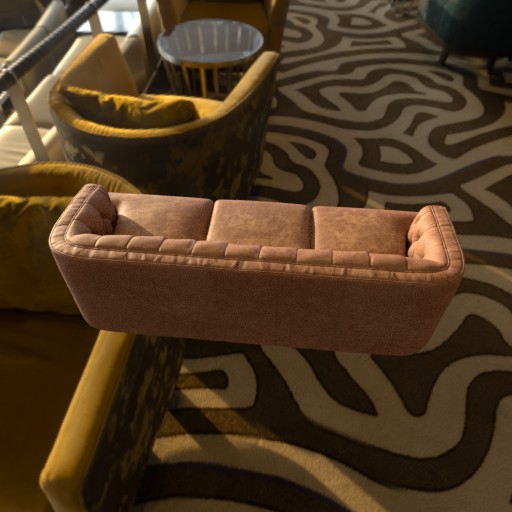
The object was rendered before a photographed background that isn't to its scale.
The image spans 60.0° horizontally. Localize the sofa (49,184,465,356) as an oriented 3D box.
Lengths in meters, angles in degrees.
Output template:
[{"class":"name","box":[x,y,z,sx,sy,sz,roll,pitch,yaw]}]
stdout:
[{"class":"sofa","box":[0.000,0.000,2.720,2.257,0.791,0.922,4,47,4]}]
